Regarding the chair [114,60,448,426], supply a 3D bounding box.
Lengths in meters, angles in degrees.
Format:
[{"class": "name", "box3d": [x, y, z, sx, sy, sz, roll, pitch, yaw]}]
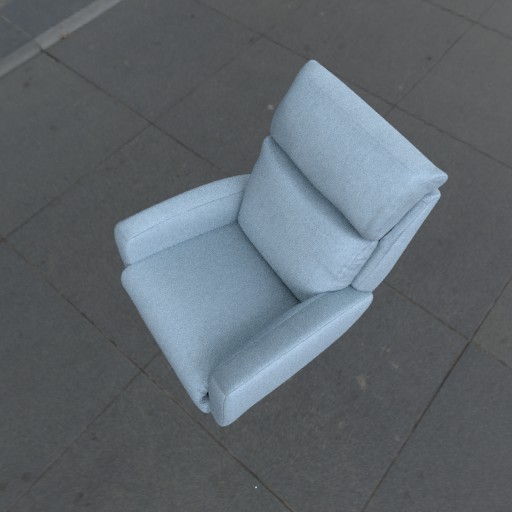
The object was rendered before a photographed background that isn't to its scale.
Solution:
[{"class": "chair", "box3d": [0.000, 0.000, 1.654, 0.940, 1.013, 0.812, -32, 67, -15]}]
